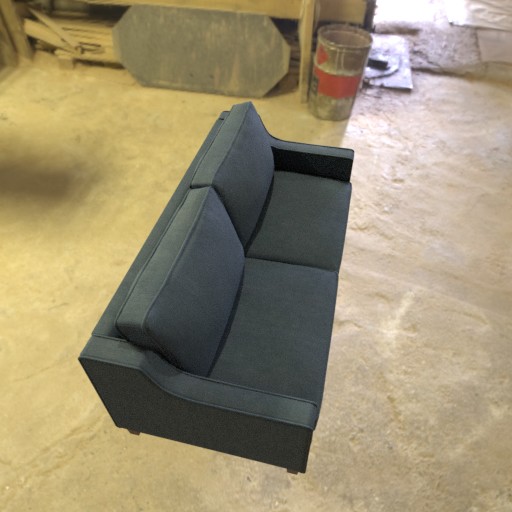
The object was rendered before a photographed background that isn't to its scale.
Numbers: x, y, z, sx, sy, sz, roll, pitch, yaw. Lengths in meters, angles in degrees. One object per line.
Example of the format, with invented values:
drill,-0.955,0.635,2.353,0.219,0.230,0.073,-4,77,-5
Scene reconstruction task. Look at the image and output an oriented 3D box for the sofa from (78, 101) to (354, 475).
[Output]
sofa,0.000,0.000,2.789,1.066,1.071,2.178,10,47,9
